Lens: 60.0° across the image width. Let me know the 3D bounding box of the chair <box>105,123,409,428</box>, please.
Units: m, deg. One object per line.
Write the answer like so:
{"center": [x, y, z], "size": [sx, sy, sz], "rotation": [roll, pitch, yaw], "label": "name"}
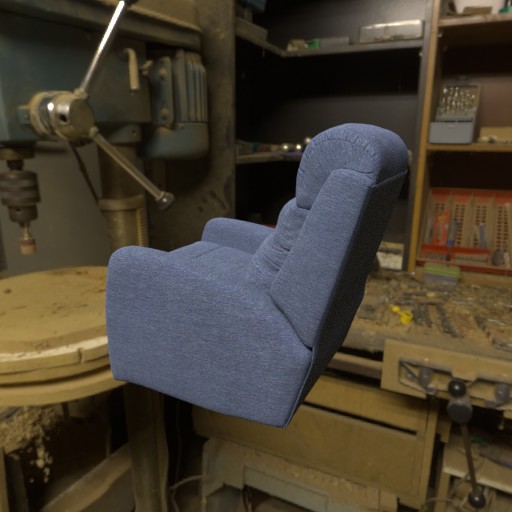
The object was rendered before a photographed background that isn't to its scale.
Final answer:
{"center": [0.000, 0.000, 1.783], "size": [1.043, 1.013, 0.798], "rotation": [8, 17, 25], "label": "chair"}
